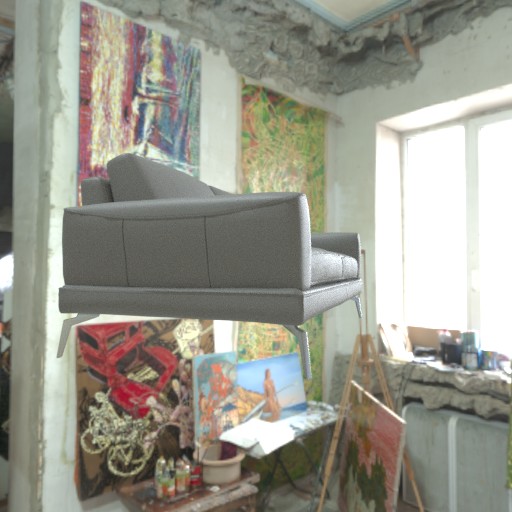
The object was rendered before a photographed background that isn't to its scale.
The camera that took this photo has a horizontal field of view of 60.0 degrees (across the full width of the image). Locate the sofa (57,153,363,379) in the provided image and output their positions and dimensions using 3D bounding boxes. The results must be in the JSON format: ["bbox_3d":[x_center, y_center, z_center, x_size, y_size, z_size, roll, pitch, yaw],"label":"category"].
[{"bbox_3d":[0.000,0.000,2.722,1.121,0.930,2.177,-1,-2,19],"label":"sofa"}]
